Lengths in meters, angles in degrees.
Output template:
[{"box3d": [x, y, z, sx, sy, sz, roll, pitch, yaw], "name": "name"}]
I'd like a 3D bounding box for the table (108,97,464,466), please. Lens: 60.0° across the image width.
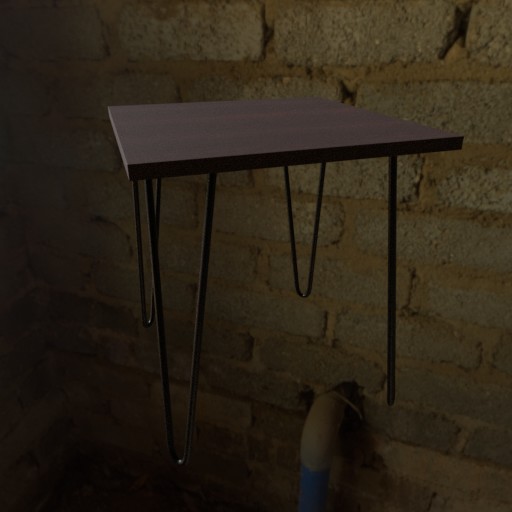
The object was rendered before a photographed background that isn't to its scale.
[{"box3d": [0.000, 0.000, 0.932, 0.495, 0.559, 0.495, -9, 28, -17], "name": "table"}]
